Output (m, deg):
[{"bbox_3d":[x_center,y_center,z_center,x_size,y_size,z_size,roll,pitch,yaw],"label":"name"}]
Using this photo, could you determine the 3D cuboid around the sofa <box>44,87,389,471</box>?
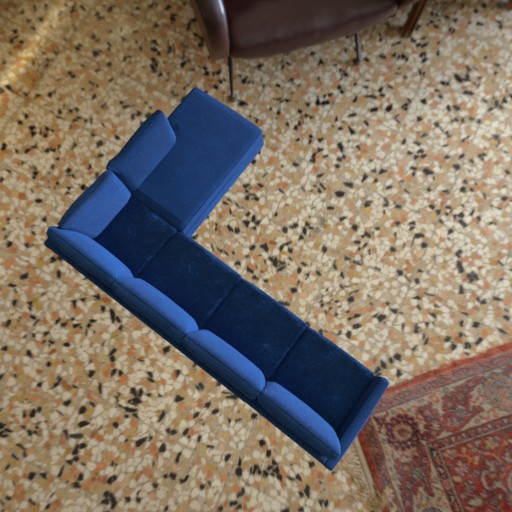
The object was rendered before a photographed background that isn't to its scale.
[{"bbox_3d":[0.000,0.000,3.220,2.486,0.687,1.707,36,78,8],"label":"sofa"}]
